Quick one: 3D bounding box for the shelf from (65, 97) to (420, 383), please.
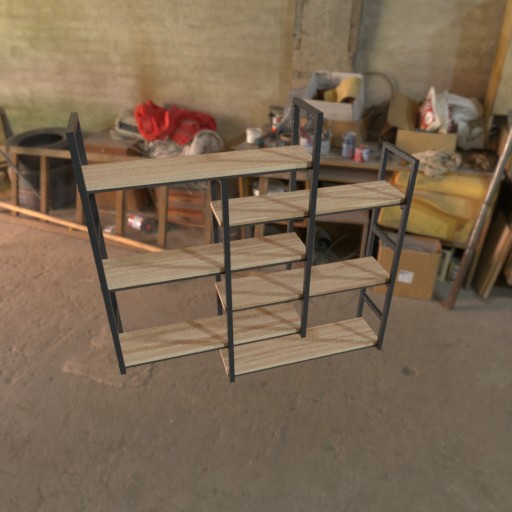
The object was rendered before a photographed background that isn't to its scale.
[{"bbox_3d":[0.000,0.000,1.416,0.946,0.921,0.183,-9,33,-14],"label":"shelf"}]
